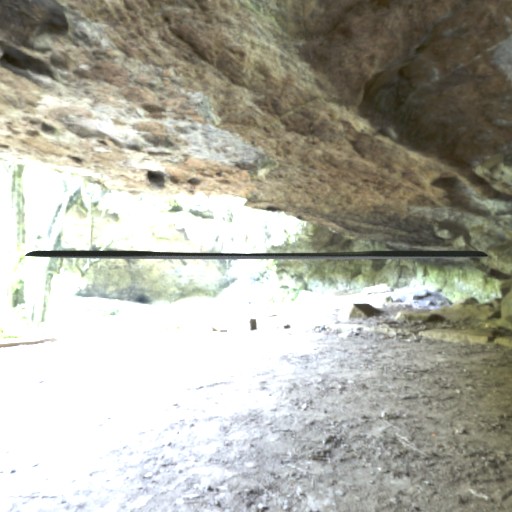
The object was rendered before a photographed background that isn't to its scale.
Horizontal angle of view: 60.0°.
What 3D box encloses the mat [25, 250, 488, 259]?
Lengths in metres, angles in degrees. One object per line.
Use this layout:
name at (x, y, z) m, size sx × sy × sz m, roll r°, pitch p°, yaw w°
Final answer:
mat at (0.000, 0.000, 1.880) m, size 1.525 × 0.022 × 0.917 m, roll 0°, pitch -1°, yaw -1°
